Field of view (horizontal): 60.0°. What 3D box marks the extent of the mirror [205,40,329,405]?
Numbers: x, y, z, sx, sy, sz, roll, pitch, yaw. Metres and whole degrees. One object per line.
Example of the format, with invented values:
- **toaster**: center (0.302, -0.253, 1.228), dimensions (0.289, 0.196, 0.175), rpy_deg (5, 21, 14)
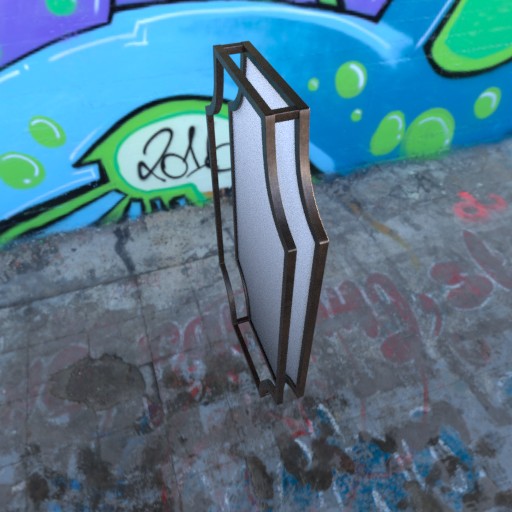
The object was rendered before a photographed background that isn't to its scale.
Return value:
- **mirror**: center (0.000, 0.000, 0.974), dimensions (0.066, 0.811, 0.462), rpy_deg (-14, 48, -13)
